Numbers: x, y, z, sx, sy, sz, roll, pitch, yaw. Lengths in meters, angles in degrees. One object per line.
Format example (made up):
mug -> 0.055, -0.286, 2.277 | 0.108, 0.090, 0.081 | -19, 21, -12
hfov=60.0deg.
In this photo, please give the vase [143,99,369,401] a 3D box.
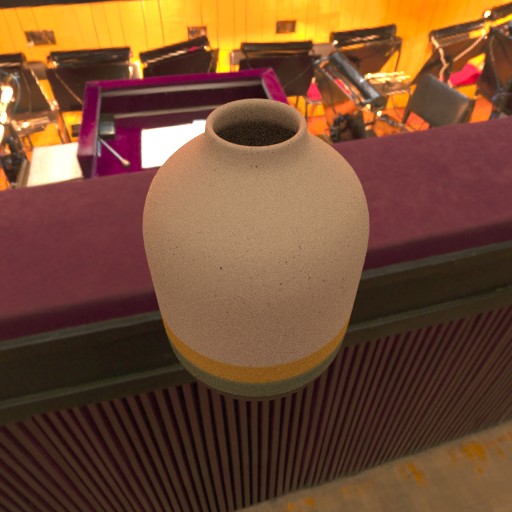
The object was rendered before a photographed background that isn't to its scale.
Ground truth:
vase -> 0.000, 0.000, 0.363 | 0.169, 0.240, 0.169 | 0, 46, 0
